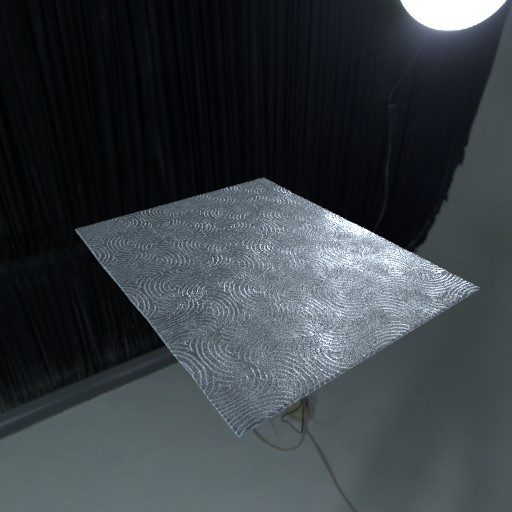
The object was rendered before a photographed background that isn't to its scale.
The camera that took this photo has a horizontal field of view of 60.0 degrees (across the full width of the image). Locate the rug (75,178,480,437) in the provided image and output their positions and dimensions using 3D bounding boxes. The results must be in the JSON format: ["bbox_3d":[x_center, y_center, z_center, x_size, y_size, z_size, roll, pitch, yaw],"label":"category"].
[{"bbox_3d":[0.000,0.000,4.163,2.456,0.021,3.042,-21,37,-30],"label":"rug"}]
